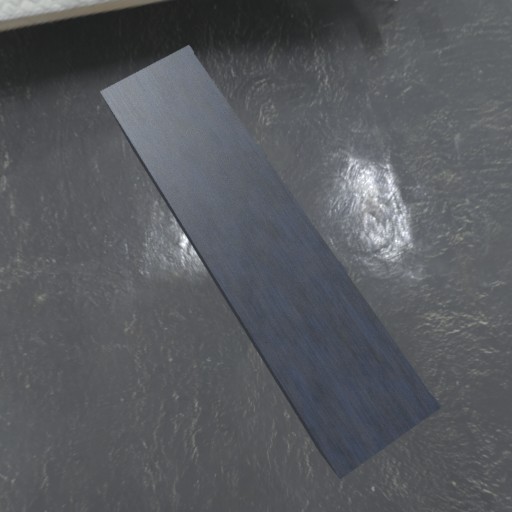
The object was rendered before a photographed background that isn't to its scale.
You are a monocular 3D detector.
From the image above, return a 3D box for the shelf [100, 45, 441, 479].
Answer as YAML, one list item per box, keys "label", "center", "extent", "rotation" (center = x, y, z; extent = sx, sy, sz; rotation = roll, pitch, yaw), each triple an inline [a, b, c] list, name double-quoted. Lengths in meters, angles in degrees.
- label: "shelf"
  center: [0.000, 0.000, 2.166]
  extent: [0.471, 0.715, 1.878]
  rotation: [-31, 78, -8]
